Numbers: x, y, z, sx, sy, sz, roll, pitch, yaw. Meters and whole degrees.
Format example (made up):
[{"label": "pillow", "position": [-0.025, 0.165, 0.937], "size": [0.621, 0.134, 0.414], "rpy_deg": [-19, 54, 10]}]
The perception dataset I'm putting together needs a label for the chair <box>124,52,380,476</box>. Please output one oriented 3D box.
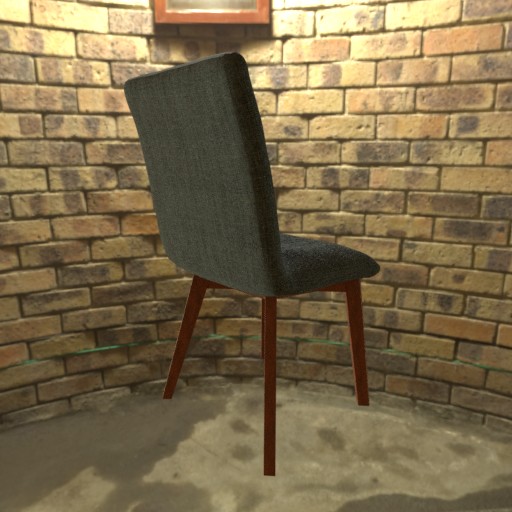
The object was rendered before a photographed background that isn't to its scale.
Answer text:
[{"label": "chair", "position": [0.000, 0.000, 1.283], "size": [0.563, 0.974, 0.522], "rpy_deg": [-12, 18, -42]}]
